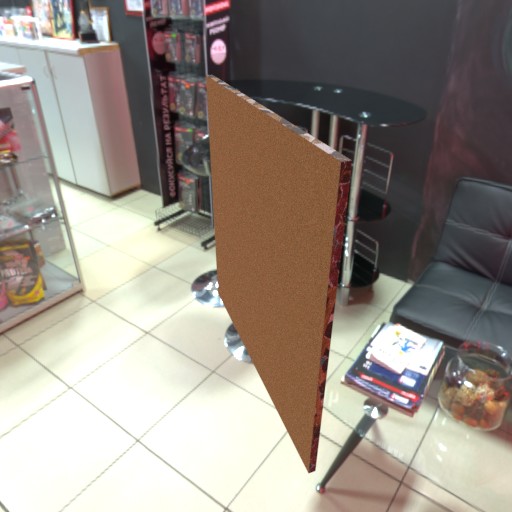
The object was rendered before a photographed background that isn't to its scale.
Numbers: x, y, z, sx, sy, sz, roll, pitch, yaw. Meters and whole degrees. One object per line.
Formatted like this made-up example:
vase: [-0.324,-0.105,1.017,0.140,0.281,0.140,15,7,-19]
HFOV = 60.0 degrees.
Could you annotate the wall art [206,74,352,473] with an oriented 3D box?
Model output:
wall art: [0.000,0.000,0.612,0.010,0.406,0.404,-11,33,-17]
